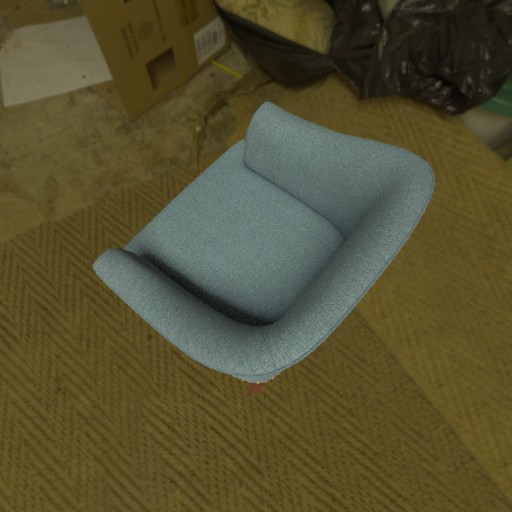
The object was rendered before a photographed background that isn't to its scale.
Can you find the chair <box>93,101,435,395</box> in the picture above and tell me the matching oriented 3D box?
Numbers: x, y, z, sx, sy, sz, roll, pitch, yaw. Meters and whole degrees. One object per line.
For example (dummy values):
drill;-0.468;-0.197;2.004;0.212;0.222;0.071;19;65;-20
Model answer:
chair;0.000;0.000;1.388;0.704;0.815;0.772;36;70;16
